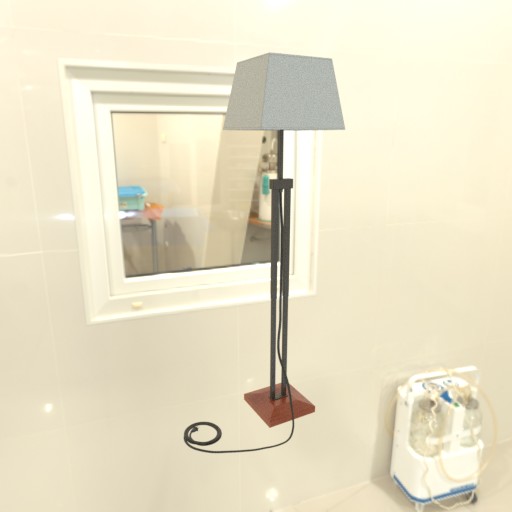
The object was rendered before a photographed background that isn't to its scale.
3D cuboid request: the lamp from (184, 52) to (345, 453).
[{"bbox_3d":[0.000,0.000,2.000,0.745,1.712,0.472,-8,17,-27],"label":"lamp"}]
